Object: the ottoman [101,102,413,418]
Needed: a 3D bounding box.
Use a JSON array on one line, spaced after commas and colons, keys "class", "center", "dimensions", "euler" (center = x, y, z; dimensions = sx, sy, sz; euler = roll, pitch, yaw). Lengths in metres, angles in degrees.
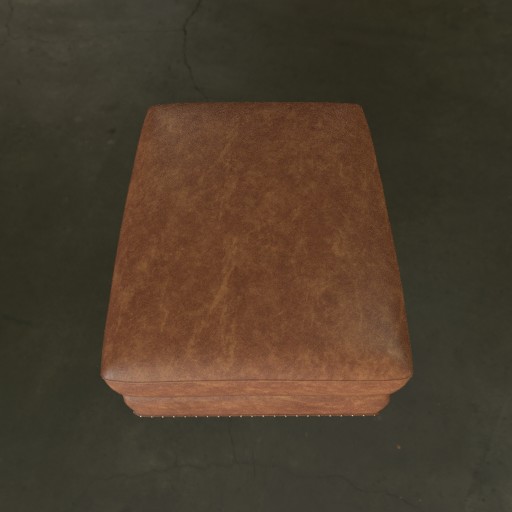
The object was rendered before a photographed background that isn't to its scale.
[{"class": "ottoman", "center": [0.000, 0.000, 1.127], "dimensions": [0.586, 0.486, 0.742], "euler": [0, 58, 0]}]
